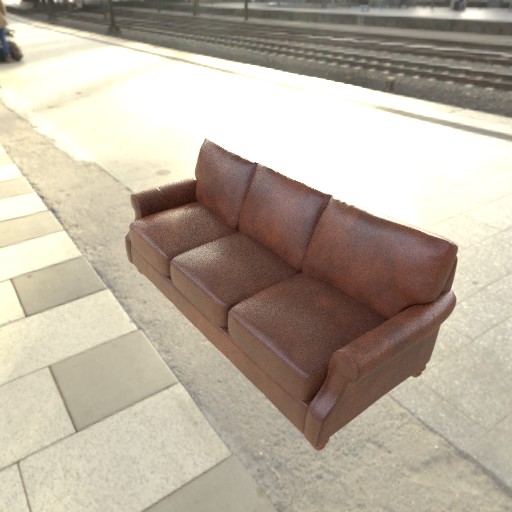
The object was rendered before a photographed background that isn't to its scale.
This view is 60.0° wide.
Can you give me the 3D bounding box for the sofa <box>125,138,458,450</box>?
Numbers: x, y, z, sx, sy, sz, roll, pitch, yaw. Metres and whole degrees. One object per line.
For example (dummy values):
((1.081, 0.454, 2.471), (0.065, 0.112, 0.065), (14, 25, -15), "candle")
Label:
((0.000, 0.000, 2.892), (0.973, 0.977, 2.351), (-22, 37, -31), "sofa")
